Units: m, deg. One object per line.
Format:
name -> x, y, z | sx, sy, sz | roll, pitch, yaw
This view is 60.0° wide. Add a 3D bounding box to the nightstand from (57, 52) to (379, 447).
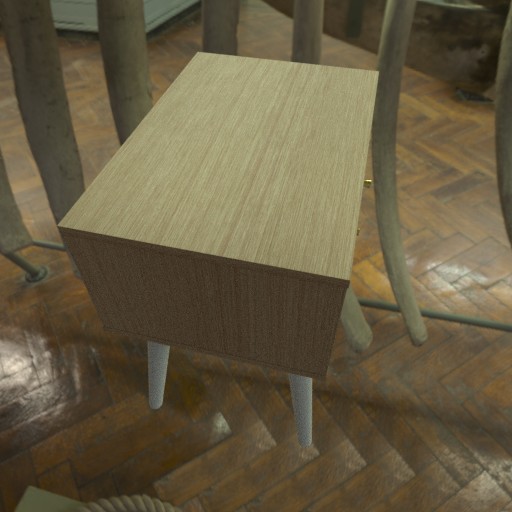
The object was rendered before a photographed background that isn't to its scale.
nightstand -> 0.000, 0.000, 0.971 | 0.407, 0.610, 0.571 | 10, 48, 10
